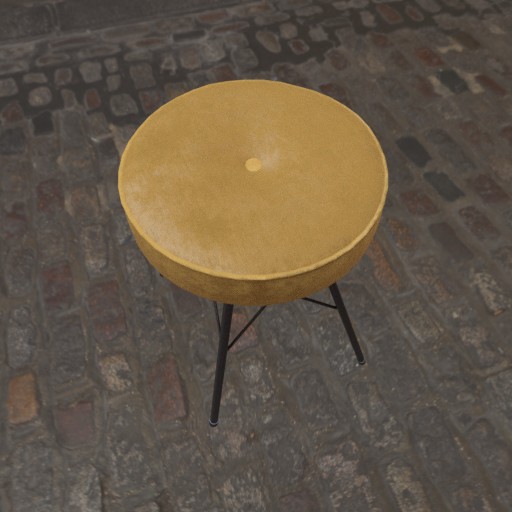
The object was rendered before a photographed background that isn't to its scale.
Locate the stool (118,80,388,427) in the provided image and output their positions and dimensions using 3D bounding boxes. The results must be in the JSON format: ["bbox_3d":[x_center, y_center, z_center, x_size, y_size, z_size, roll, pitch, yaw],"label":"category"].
[{"bbox_3d":[0.000,0.000,0.942,0.438,0.595,0.472,-17,59,-11],"label":"stool"}]
